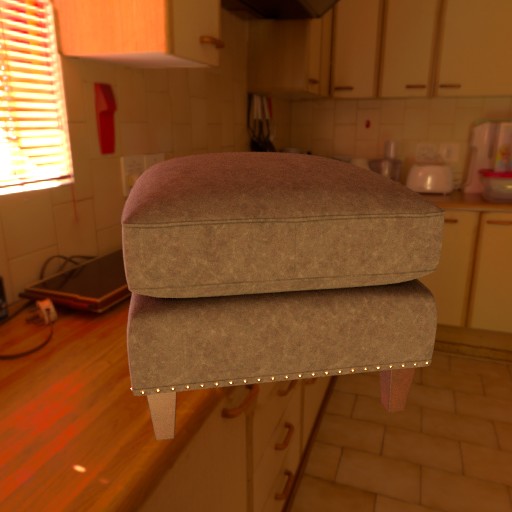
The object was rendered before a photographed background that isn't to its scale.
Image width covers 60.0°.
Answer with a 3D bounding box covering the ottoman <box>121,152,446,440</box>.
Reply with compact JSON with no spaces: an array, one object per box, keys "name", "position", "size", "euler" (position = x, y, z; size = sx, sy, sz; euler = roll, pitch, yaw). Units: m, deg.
[{"name":"ottoman","position":[0.000,0.000,1.133],"size":[0.584,0.513,0.741],"euler":[-3,17,-10]}]
